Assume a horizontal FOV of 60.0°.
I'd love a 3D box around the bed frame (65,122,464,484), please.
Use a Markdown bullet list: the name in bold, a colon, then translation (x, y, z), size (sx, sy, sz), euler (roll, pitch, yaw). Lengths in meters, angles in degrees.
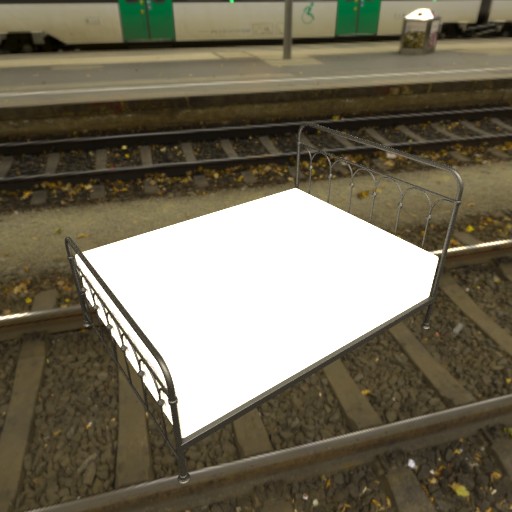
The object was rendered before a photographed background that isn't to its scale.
- **bed frame**: translation (0.000, 0.000, 3.165), size (2.203, 1.276, 1.664), euler (-21, 37, -30)
